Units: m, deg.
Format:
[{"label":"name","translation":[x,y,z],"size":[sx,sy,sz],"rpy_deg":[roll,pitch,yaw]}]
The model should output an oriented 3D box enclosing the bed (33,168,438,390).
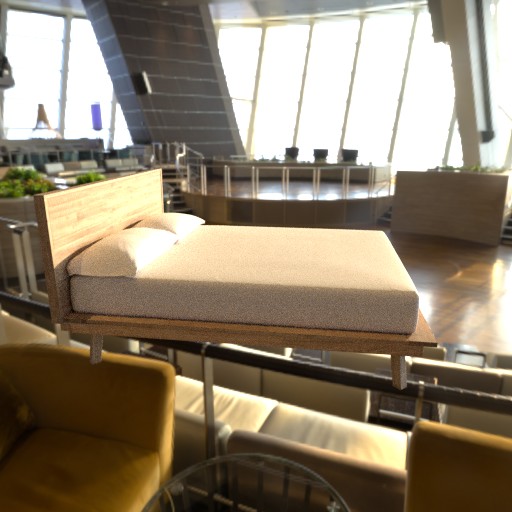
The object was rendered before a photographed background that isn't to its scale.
[{"label":"bed","translation":[0.000,0.000,3.183],"size":[2.145,1.071,1.759],"rpy_deg":[2,16,8]}]
